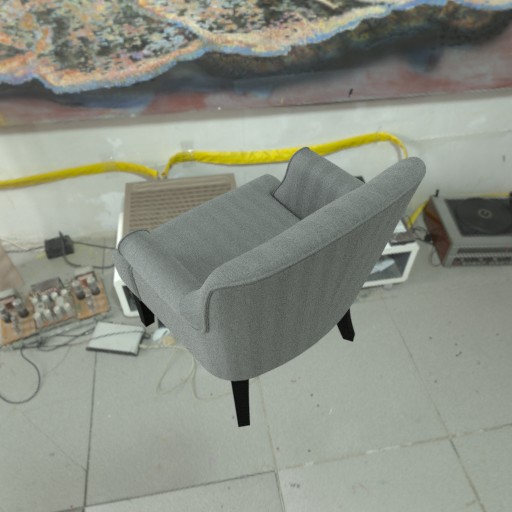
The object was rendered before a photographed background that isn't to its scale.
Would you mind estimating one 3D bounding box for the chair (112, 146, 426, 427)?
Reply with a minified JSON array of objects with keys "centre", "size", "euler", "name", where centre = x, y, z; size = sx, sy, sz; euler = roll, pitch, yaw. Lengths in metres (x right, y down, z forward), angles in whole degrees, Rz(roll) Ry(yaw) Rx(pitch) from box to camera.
[{"centre":[0.000,0.000,1.474],"size":[0.772,0.880,0.755],"euler":[-31,54,-26],"name":"chair"}]
